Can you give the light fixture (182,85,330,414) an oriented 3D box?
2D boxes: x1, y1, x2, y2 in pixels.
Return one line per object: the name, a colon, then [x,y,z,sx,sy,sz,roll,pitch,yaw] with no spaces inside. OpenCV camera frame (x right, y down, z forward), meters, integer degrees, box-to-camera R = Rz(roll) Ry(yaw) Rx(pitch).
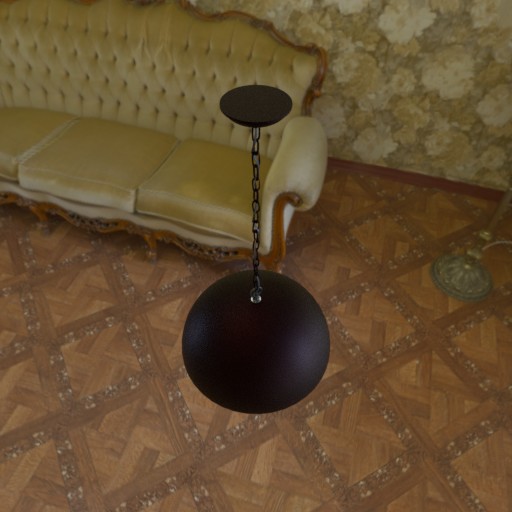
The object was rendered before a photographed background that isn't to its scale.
light fixture: [0.000,0.000,1.163,0.492,0.869,0.492,-23,52,-19]
